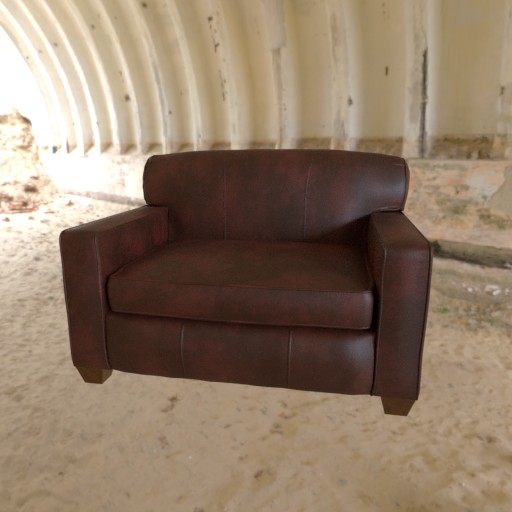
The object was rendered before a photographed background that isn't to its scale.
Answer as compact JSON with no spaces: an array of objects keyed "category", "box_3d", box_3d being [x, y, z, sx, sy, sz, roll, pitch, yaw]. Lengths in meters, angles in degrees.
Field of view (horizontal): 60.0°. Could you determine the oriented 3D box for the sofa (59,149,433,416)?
[{"category":"sofa","box_3d":[0.000,0.000,2.045,1.413,0.956,1.000,3,14,10]}]
